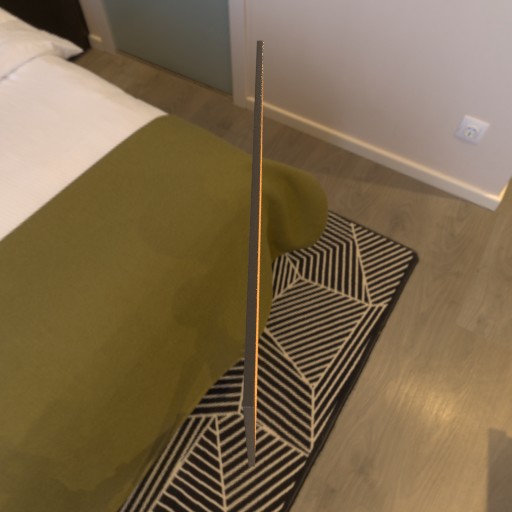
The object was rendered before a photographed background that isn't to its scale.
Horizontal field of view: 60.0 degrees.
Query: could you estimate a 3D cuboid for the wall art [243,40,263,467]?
[{"bbox_3d":[0.000,0.000,1.026,0.015,0.552,0.819,1,57,1],"label":"wall art"}]
